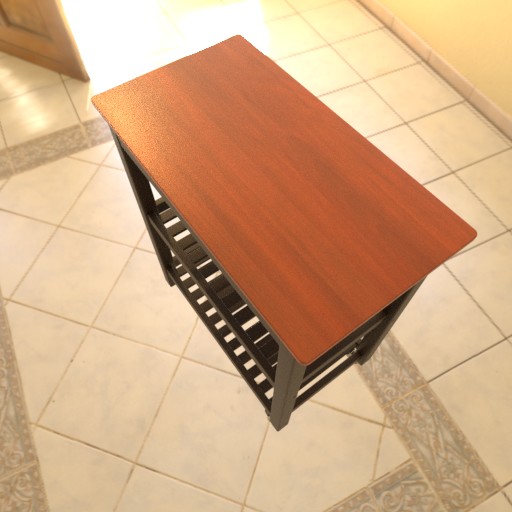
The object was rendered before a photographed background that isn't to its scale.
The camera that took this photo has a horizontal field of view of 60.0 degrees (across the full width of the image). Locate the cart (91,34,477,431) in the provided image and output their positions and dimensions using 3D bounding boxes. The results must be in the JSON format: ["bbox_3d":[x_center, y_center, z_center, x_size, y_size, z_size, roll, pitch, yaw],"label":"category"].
[{"bbox_3d":[0.000,0.000,1.402,0.457,0.927,0.899,-32,64,-18],"label":"cart"}]
